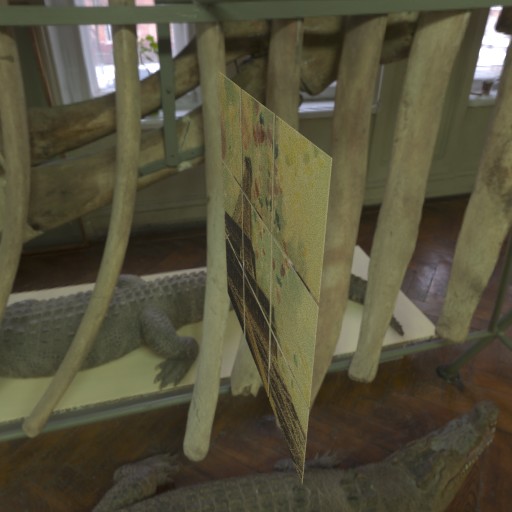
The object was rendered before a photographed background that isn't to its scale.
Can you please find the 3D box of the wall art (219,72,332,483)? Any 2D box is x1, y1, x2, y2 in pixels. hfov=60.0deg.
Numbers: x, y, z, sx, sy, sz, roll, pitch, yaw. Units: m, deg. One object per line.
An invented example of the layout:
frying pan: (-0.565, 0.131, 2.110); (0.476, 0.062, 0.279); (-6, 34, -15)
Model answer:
wall art: (0.000, 0.000, 2.221); (0.002, 1.505, 1.517); (-8, 32, -13)
